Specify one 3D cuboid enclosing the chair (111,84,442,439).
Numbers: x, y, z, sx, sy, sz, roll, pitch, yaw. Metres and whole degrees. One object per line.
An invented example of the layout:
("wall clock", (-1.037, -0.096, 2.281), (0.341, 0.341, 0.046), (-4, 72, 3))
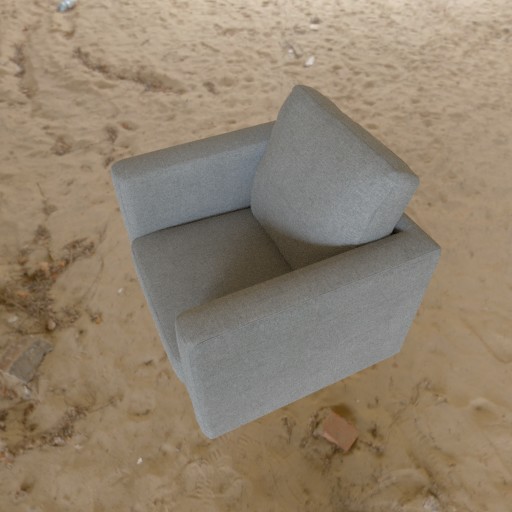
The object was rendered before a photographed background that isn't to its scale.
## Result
("chair", (0.000, 0.000, 1.567), (0.800, 0.927, 0.855), (-19, 49, -17))
